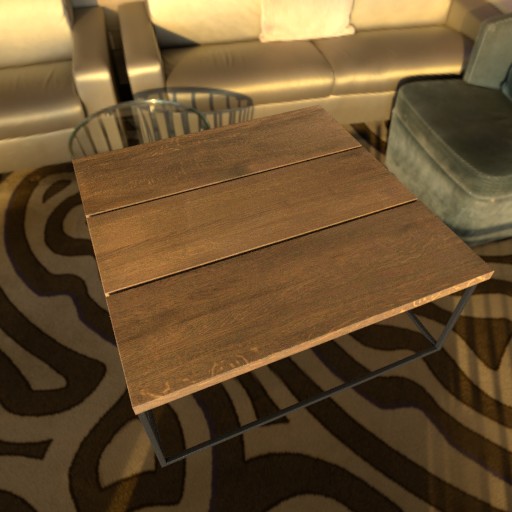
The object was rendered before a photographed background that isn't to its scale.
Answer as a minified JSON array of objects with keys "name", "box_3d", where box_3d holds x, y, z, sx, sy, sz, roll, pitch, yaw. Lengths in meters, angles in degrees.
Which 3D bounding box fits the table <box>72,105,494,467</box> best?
[{"name":"table","box_3d":[0.000,0.000,1.405,0.900,0.400,0.900,-17,49,-16]}]
